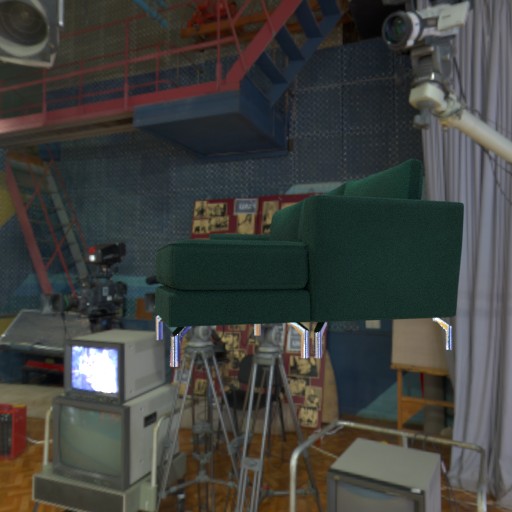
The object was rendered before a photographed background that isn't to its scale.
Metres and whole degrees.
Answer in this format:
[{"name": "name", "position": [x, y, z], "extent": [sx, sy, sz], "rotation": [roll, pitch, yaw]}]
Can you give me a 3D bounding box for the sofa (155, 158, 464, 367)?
[{"name": "sofa", "position": [0.000, 0.000, 3.190], "extent": [1.489, 1.007, 2.441], "rotation": [1, -2, -17]}]
